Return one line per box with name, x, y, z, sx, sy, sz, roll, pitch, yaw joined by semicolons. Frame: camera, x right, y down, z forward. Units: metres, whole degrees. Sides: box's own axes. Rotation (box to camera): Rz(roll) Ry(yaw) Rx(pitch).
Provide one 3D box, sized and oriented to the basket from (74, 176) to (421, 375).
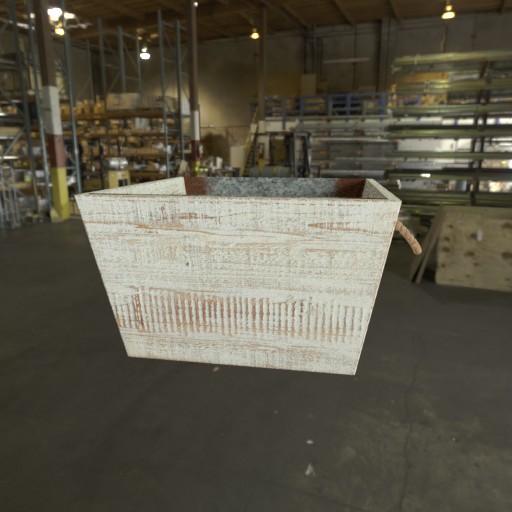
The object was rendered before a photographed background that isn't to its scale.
basket;0.000;0.000;0.772;0.545;0.247;0.413;2;14;10
